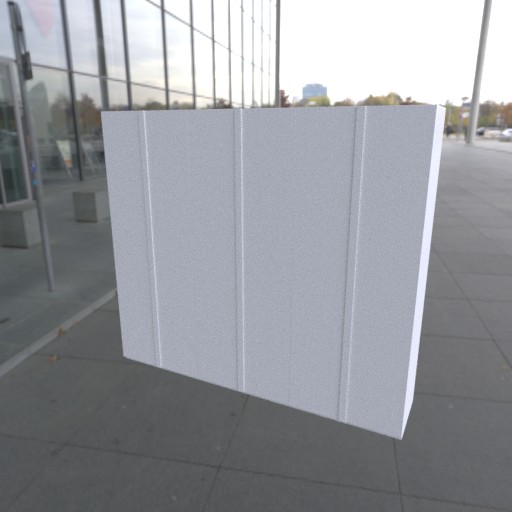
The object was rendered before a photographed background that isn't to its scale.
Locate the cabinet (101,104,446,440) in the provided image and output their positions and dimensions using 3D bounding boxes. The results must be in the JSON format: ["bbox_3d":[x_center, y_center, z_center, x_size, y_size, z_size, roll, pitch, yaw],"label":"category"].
[{"bbox_3d":[0.000,0.000,3.786,2.700,2.370,0.590,8,18,26],"label":"cabinet"}]
